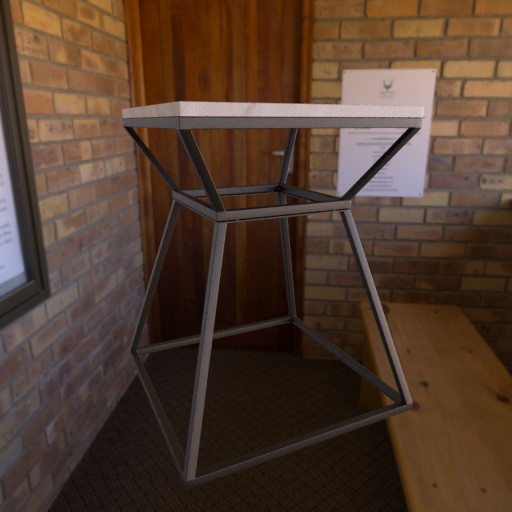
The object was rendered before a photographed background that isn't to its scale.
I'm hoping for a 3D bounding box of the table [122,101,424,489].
[{"bbox_3d":[0.000,0.000,0.881,0.455,0.559,0.455,-8,19,-25],"label":"table"}]
